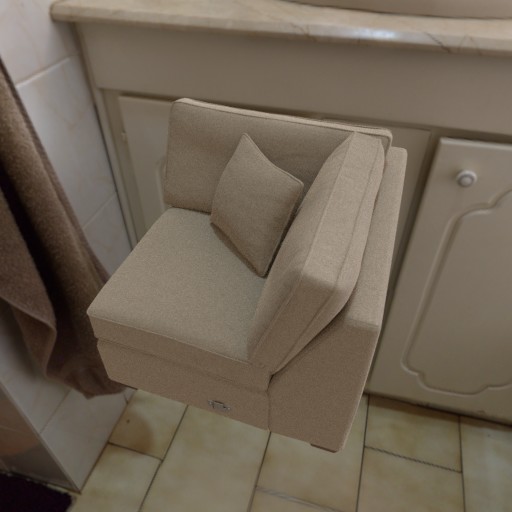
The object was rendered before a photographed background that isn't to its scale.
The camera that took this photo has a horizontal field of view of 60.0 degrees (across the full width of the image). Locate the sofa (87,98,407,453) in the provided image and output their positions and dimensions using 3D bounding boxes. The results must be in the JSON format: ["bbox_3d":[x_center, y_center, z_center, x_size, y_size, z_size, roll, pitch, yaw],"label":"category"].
[{"bbox_3d":[0.000,0.000,1.940,1.084,1.002,1.146,12,43,14],"label":"sofa"}]
